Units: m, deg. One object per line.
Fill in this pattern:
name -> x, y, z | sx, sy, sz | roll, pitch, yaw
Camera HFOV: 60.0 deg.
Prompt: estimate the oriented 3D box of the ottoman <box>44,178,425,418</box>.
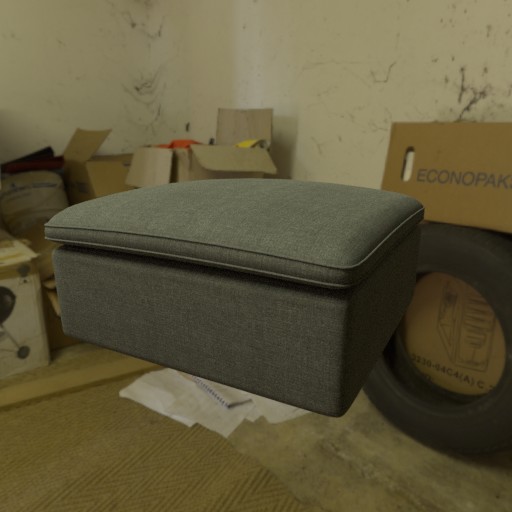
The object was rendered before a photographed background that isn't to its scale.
ottoman -> 0.000, 0.000, 1.693 | 1.067, 0.559, 1.067 | 8, 17, 27
